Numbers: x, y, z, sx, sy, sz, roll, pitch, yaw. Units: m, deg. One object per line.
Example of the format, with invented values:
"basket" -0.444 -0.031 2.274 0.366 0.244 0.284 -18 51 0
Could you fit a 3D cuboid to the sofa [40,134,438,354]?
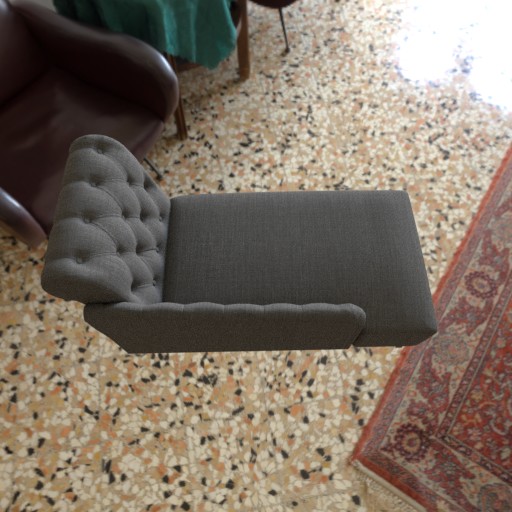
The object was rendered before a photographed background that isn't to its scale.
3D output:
"sofa" 0.000 0.000 1.806 1.379 0.787 0.675 -1 62 -1
